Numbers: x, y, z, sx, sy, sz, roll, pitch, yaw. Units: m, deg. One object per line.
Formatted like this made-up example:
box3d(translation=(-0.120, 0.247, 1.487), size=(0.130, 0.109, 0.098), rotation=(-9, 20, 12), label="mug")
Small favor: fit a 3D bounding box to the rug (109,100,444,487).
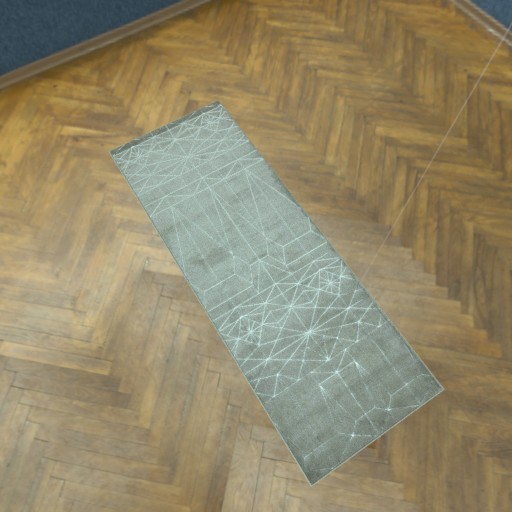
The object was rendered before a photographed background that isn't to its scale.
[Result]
box3d(translation=(0.000, 0.000, 2.683), size=(0.864, 0.012, 2.388), rotation=(-30, 69, -13), label="rug")
